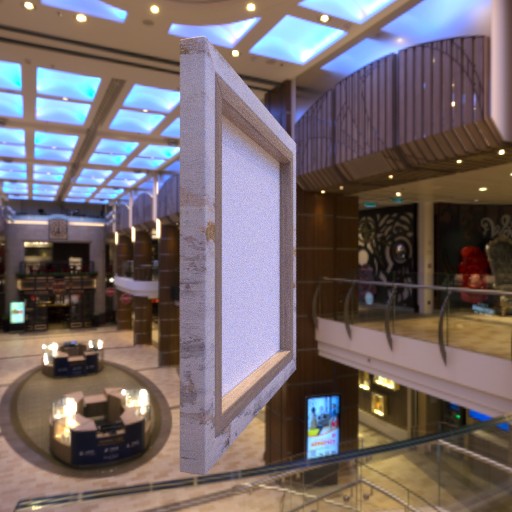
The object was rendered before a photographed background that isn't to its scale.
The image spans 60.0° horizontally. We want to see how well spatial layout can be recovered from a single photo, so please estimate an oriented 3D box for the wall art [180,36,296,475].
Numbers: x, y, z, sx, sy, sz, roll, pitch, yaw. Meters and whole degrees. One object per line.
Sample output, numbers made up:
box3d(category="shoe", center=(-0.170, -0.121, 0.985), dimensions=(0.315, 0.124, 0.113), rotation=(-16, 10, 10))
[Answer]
box3d(category="wall art", center=(0.000, 0.000, 0.914), dimensions=(0.040, 0.613, 0.611), rotation=(0, 0, 17))
